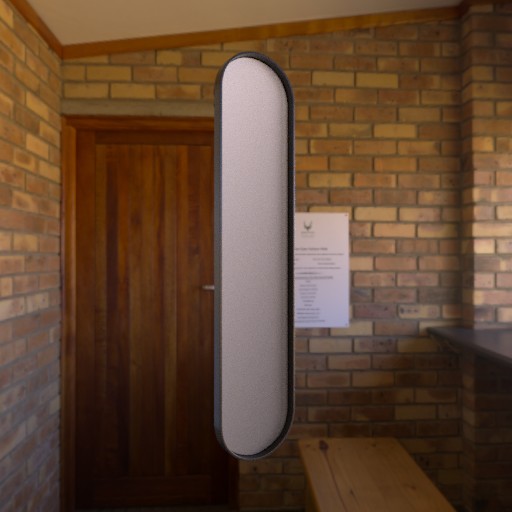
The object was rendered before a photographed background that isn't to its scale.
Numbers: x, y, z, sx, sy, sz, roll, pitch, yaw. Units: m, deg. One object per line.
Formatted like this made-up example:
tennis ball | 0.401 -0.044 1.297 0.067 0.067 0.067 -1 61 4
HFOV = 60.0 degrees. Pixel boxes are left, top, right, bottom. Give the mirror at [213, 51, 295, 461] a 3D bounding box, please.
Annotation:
mirror | 0.000 0.000 1.092 0.222 0.991 0.032 0 0 -35
